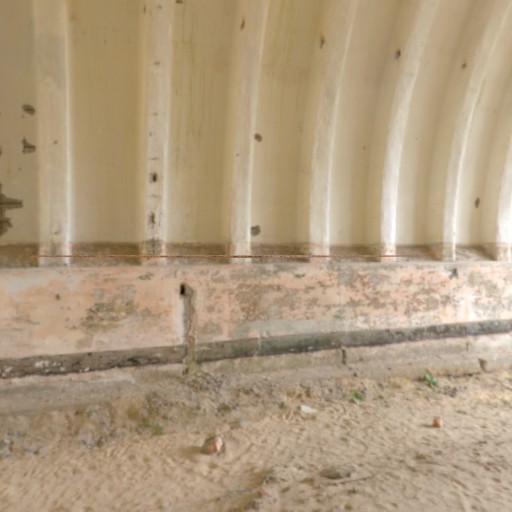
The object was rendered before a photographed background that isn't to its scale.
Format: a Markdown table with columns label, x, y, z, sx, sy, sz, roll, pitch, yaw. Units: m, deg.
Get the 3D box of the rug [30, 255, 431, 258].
| label | x | y | z | sx | sy | sz | roll | pitch | yaw |
| --- | --- | --- | --- | --- | --- | --- | --- | --- | --- |
| rug | 0.000 | 0.000 | 4.335 | 2.438 | 0.012 | 3.200 | 0 | 0 | 36 |
